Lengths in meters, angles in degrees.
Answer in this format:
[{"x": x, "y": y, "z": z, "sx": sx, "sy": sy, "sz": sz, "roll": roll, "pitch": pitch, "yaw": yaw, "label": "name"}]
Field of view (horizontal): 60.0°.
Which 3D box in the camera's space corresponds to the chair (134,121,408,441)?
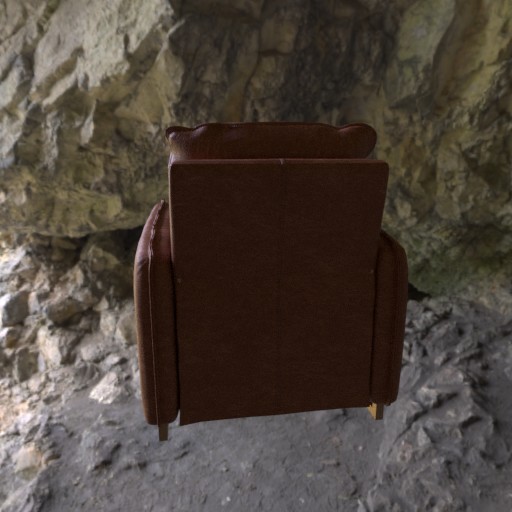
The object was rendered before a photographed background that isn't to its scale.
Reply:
[{"x": 0.000, "y": 0.000, "z": 1.637, "sx": 0.830, "sy": 0.922, "sz": 0.922, "roll": -2, "pitch": 14, "yaw": -9, "label": "chair"}]
